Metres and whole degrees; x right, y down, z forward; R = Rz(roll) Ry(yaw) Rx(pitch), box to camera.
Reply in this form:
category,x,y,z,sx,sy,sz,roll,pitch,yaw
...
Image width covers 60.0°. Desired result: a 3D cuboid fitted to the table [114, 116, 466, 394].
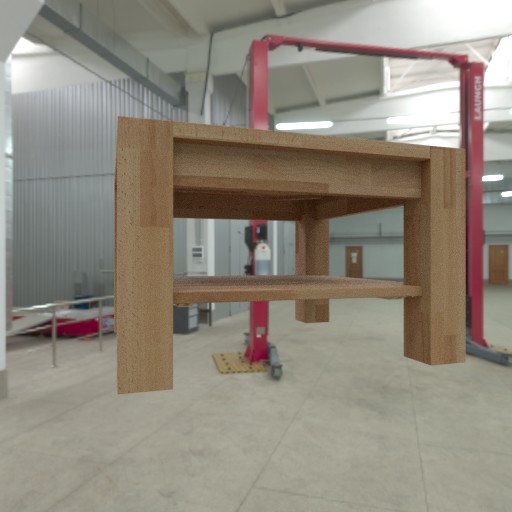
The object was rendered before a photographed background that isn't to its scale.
category,x,y,z,sx,sy,sz,roll,pitch,yaw
table,0.000,0.000,1.157,0.700,0.451,0.700,0,0,-18
